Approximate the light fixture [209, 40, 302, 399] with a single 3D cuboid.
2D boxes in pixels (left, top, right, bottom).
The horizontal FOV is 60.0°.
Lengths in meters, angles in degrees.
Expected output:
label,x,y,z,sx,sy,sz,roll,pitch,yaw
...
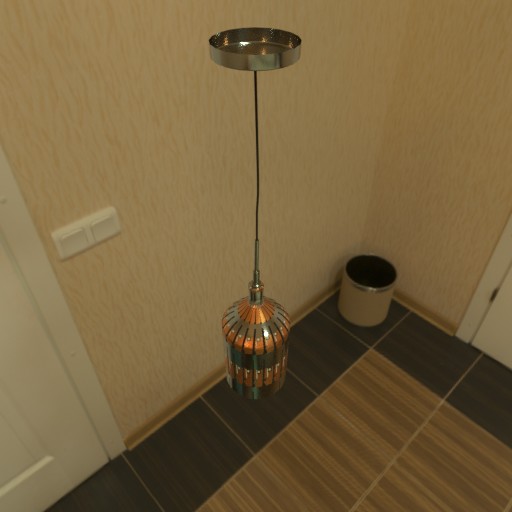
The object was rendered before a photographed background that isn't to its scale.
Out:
label,x,y,z,sx,sy,sz,roll,pitch,yaw
light fixture,0.000,0.000,1.691,0.303,1.535,0.303,0,41,0
